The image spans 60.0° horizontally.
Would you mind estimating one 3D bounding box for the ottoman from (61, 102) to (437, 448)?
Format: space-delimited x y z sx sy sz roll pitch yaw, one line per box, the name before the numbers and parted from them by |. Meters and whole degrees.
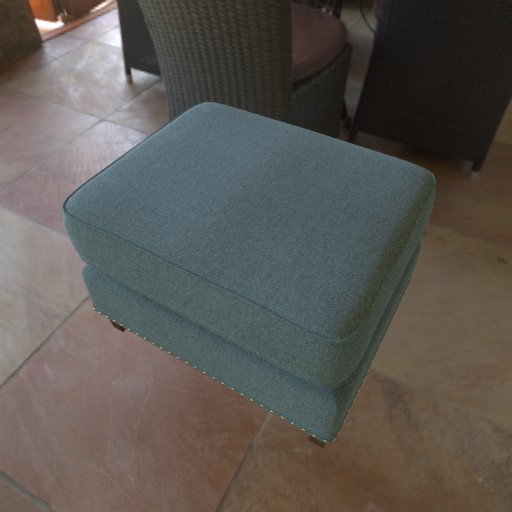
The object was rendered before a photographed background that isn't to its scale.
ottoman | 0.000 0.000 1.160 0.738 0.537 0.589 24 52 20
